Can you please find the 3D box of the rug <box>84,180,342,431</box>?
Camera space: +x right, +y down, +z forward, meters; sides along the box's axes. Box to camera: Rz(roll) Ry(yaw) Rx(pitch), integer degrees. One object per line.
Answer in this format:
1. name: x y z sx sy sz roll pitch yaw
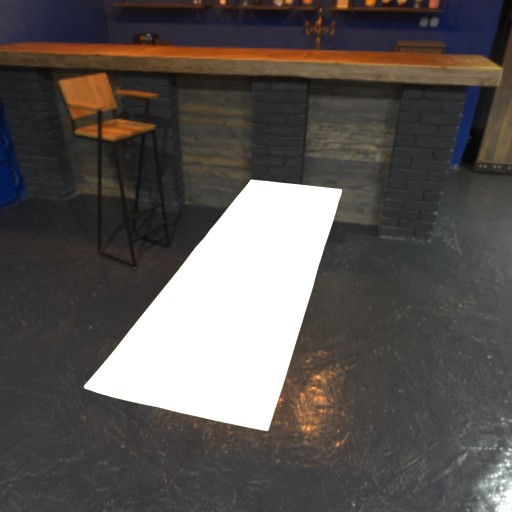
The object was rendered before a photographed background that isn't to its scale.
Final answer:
1. rug: 0.000 0.000 2.737 0.793 0.014 2.450 8 32 14
